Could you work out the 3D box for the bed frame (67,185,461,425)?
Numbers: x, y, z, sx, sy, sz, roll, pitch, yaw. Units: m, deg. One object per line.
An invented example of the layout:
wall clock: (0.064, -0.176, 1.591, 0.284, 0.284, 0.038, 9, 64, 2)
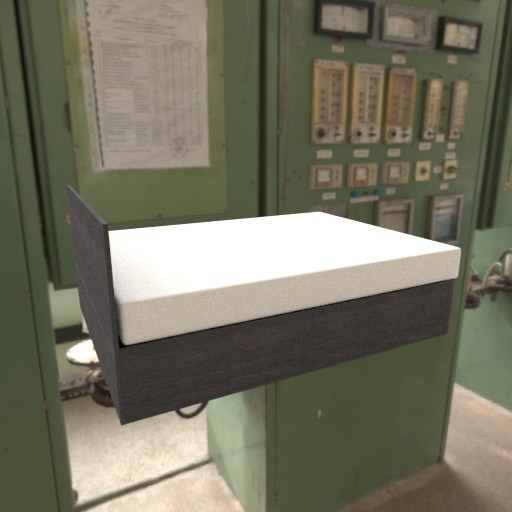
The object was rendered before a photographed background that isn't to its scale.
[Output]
bed frame: (0.000, 0.000, 2.645, 1.900, 0.800, 1.400, -8, 17, -26)
